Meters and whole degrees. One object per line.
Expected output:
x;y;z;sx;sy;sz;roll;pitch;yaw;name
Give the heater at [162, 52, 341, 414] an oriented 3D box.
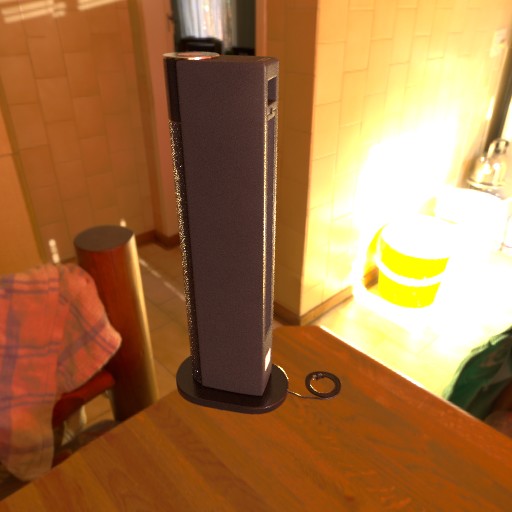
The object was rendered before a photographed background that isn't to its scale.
0.000;0.000;1.036;0.458;0.856;0.214;8;30;14;heater
